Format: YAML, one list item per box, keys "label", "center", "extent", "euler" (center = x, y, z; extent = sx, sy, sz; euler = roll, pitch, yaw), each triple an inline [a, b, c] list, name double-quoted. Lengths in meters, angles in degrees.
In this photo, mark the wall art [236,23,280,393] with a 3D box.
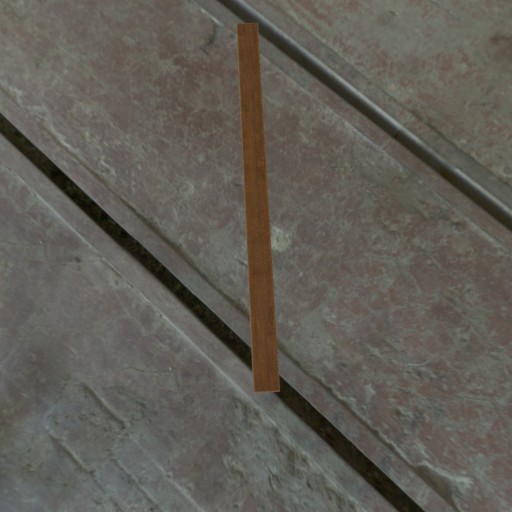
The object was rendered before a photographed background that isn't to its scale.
- label: "wall art"
  center: [0.000, 0.000, 1.138]
  extent: [0.037, 0.914, 0.610]
  euler: [-3, 77, -1]
